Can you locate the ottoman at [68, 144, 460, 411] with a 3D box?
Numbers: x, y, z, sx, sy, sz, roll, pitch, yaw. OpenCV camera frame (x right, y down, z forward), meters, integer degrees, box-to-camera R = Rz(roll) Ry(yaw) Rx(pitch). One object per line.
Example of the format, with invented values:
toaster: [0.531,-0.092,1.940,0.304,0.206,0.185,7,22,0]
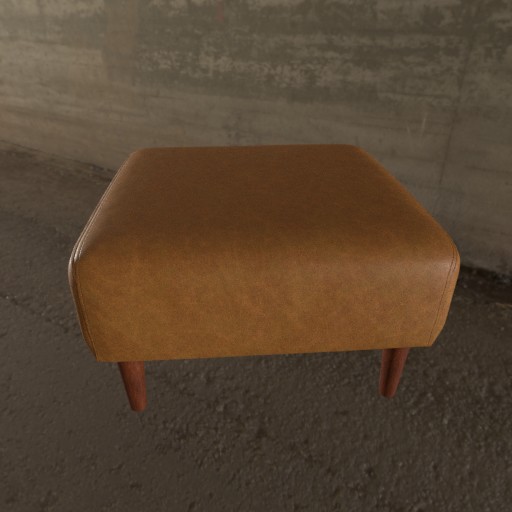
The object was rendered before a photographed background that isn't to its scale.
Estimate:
ottoman: [0.000,0.000,1.045,0.650,0.399,0.650,-2,30,-4]
